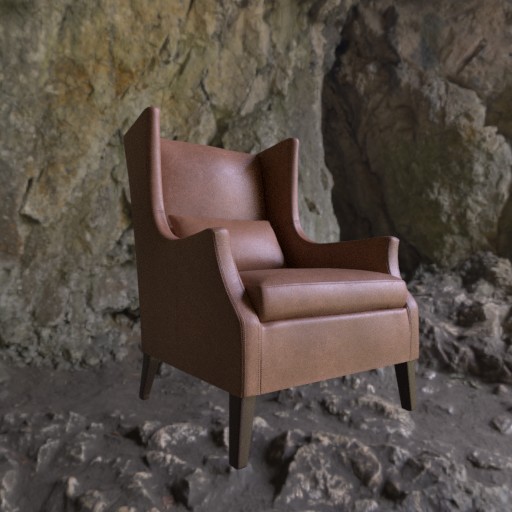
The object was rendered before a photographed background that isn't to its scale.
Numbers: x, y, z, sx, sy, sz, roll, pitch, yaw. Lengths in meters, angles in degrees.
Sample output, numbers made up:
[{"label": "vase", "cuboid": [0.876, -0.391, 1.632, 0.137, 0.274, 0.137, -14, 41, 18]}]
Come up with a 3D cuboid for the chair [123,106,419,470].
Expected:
[{"label": "chair", "cuboid": [0.000, 0.000, 1.680, 0.815, 1.088, 0.913, 1, -1, -37]}]
